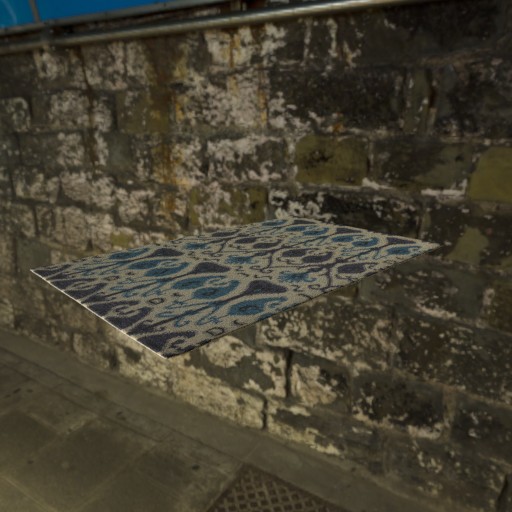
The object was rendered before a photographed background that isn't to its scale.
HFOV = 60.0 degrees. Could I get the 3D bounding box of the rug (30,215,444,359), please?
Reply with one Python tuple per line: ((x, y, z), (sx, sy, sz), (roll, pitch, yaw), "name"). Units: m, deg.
((0.000, 0.000, 2.112), (1.698, 0.013, 1.072), (-15, 22, -42), "rug")
